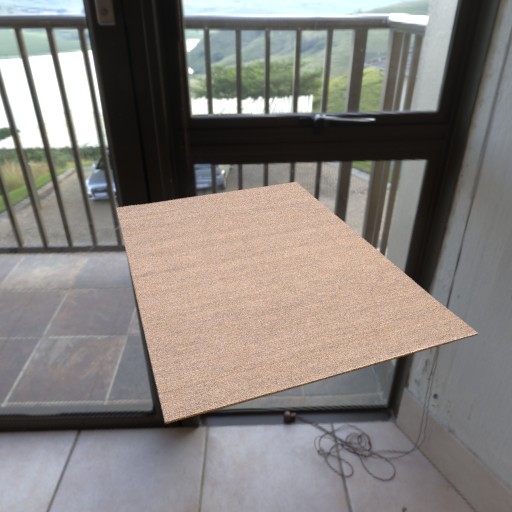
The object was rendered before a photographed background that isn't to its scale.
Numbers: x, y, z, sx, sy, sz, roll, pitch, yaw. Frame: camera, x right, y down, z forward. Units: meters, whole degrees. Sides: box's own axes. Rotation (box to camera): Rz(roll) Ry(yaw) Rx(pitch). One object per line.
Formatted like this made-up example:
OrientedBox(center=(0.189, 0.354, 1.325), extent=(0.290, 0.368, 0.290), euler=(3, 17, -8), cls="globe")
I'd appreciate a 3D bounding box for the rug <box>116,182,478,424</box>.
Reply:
OrientedBox(center=(0.000, 0.000, 2.957), extent=(1.624, 0.030, 2.264), euler=(-11, 32, -17), cls="rug")
